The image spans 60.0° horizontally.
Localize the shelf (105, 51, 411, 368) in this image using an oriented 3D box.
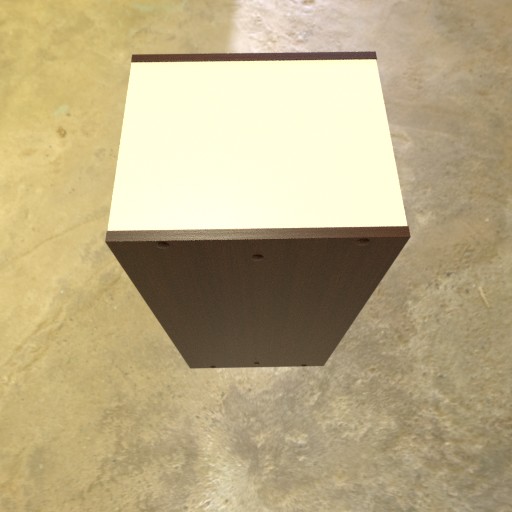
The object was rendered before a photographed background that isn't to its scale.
[{"bbox_3d":[0.000,0.000,0.744,0.290,0.600,0.253,-1,65,0],"label":"shelf"}]
